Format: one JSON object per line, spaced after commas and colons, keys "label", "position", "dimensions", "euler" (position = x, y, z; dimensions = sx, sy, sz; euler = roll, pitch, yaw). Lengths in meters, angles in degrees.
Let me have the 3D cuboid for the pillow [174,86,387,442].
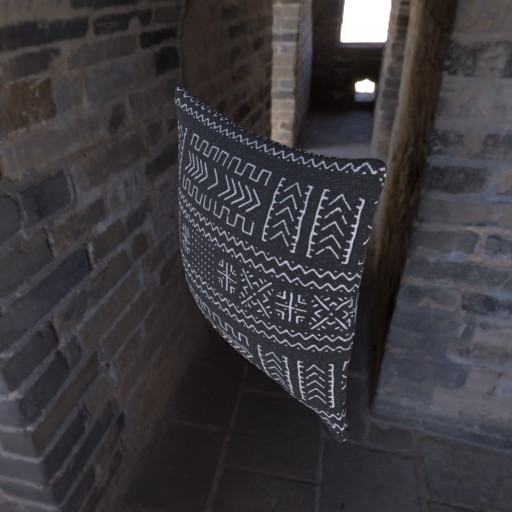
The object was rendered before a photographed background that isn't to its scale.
{"label": "pillow", "position": [0.000, 0.000, 0.679], "dimensions": [0.164, 0.430, 0.438], "euler": [-21, 37, -30]}
